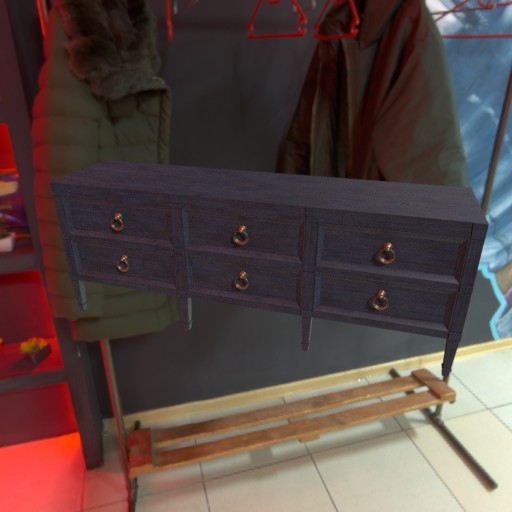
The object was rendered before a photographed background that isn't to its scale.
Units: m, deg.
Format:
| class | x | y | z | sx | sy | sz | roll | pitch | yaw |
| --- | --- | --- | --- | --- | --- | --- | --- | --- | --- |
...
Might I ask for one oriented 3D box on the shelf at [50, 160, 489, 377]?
| class | x | y | z | sx | sy | sz | roll | pitch | yaw |
| --- | --- | --- | --- | --- | --- | --- | --- | --- | --- |
| shelf | 0.000 | 0.000 | 2.182 | 1.878 | 0.715 | 0.471 | 7 | 27 | 15 |
